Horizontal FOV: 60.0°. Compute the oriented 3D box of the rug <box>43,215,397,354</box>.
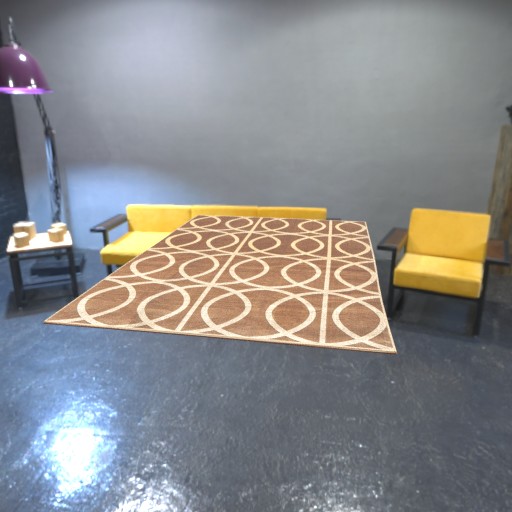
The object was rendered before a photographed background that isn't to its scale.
[{"bbox_3d":[0.000,0.000,2.911,1.528,0.014,2.294,3,18,10],"label":"rug"}]
